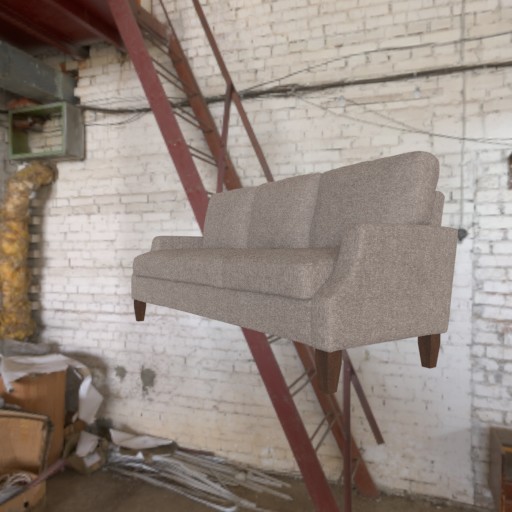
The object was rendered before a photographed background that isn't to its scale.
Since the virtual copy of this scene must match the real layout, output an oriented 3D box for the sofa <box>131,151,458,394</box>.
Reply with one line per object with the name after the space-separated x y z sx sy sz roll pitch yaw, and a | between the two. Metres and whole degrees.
0.000 0.000 2.670 0.888 0.984 2.115 -1 1 -34 | sofa
